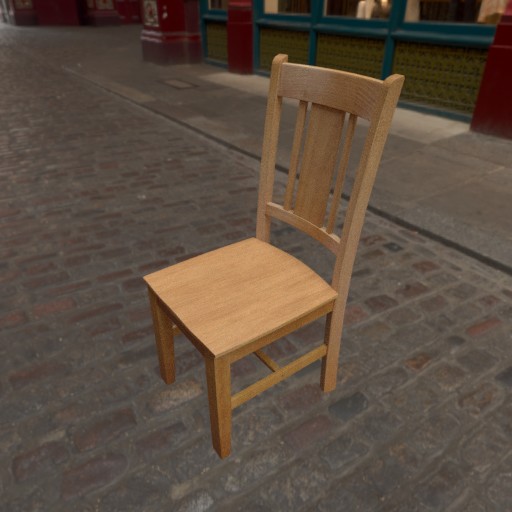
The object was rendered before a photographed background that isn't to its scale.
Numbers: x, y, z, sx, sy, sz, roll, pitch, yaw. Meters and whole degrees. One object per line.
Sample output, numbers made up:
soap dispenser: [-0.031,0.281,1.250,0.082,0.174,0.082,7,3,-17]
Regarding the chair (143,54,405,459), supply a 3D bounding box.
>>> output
chair: [0.000,0.000,1.292,0.556,0.998,0.450,-21,37,-30]
